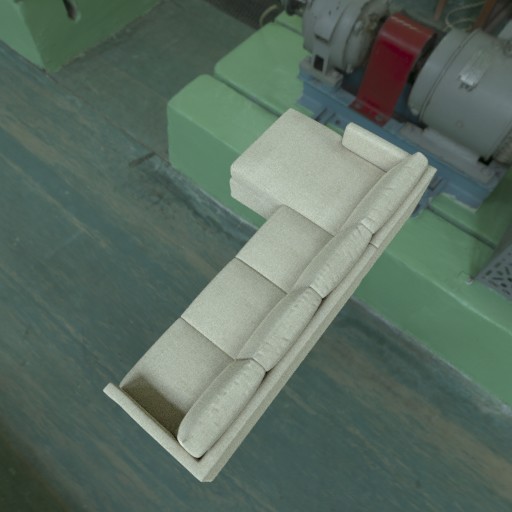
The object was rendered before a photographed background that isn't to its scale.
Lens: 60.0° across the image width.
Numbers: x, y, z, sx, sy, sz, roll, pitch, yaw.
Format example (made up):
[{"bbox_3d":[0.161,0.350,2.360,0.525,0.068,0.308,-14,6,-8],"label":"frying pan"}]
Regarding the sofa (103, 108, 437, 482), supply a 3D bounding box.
[{"bbox_3d":[0.000,0.000,3.857,1.650,0.922,3.205,35,68,16],"label":"sofa"}]
